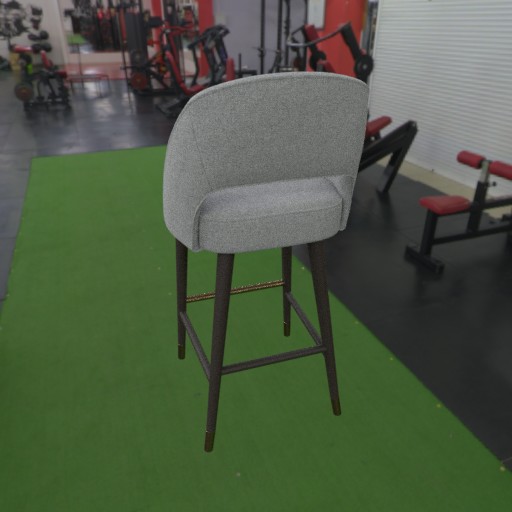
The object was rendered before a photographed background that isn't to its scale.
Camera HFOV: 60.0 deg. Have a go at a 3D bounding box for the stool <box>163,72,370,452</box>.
[{"bbox_3d":[0.000,0.000,1.293,0.494,1.037,0.509,-9,29,-17],"label":"stool"}]
